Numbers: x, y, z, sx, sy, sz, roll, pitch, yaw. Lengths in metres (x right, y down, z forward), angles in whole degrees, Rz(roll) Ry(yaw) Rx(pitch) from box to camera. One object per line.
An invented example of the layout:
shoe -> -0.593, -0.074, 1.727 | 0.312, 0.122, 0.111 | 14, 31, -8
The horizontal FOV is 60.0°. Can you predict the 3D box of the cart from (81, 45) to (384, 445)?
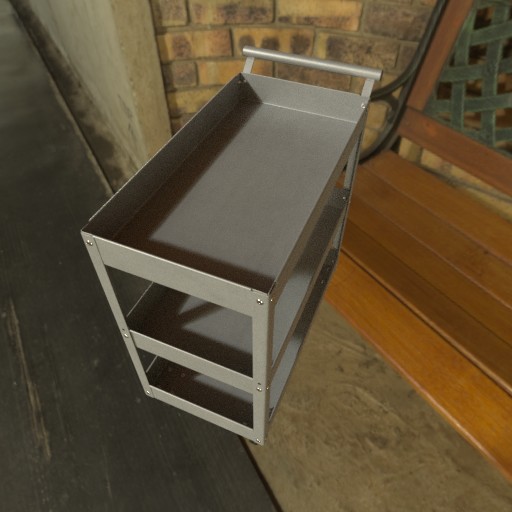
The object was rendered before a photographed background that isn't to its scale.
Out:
cart -> 0.000, 0.000, 1.181 | 0.366, 0.780, 0.719 | 18, 50, 16
